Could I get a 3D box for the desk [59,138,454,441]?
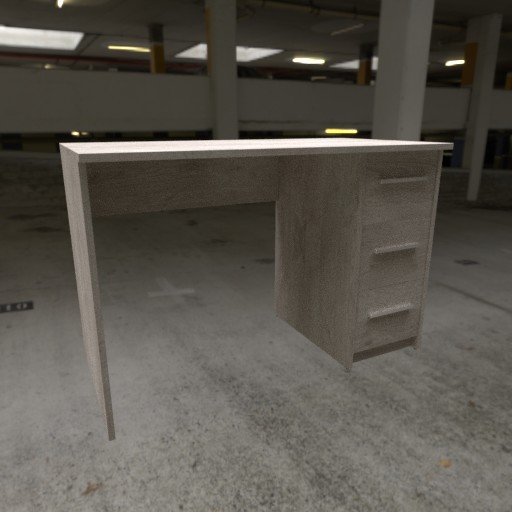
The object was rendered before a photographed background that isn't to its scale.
[{"bbox_3d":[0.000,0.000,1.489,1.097,0.735,0.560,-8,19,-26],"label":"desk"}]
